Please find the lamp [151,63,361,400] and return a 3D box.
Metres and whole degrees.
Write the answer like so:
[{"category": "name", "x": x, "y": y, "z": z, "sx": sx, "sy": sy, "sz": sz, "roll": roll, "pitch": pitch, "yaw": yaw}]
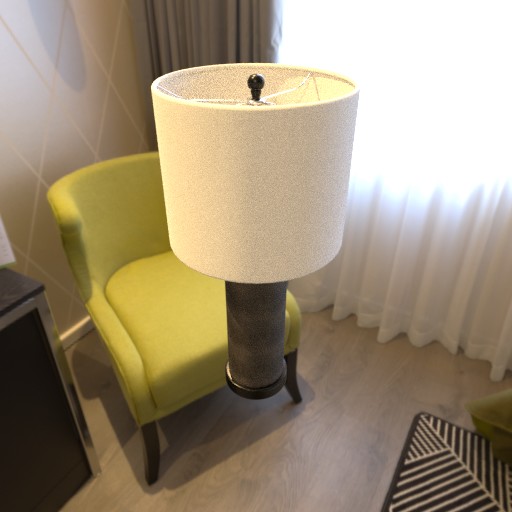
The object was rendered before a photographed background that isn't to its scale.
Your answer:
[{"category": "lamp", "x": 0.000, "y": 0.000, "z": 0.821, "sx": 0.305, "sy": 0.634, "sz": 0.305, "roll": 0, "pitch": 33, "yaw": 0}]
